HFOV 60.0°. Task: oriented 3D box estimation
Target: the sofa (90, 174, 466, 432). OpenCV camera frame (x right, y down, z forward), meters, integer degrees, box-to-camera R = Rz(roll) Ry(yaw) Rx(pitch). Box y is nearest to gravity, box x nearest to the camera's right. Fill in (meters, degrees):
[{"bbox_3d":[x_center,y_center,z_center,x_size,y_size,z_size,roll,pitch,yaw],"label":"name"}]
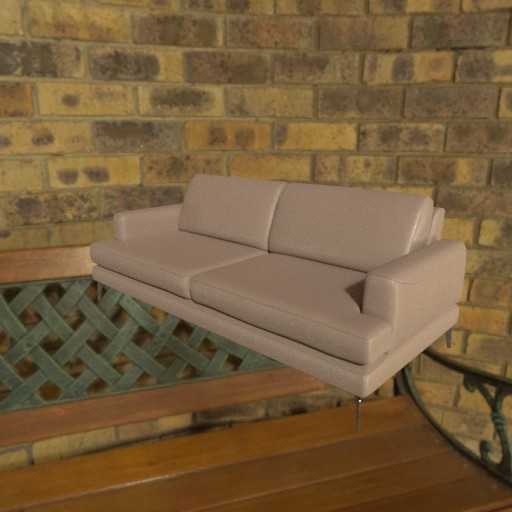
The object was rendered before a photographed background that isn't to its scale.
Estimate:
[{"bbox_3d":[0.000,0.000,2.429,1.940,0.765,0.974,14,21,41],"label":"sofa"}]
